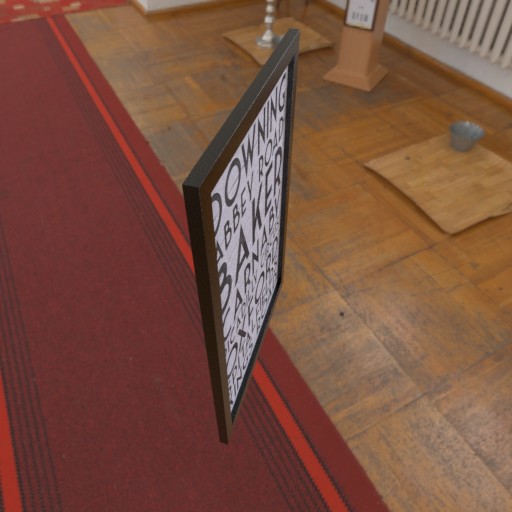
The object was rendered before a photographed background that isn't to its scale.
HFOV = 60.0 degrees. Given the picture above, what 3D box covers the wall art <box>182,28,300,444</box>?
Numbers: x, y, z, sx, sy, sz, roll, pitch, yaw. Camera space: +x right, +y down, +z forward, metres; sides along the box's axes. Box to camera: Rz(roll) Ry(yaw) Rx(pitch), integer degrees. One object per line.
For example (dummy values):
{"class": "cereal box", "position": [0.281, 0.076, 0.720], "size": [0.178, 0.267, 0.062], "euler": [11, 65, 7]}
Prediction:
{"class": "wall art", "position": [0.000, 0.000, 0.550], "size": [0.013, 0.432, 0.304], "euler": [12, 47, 12]}
